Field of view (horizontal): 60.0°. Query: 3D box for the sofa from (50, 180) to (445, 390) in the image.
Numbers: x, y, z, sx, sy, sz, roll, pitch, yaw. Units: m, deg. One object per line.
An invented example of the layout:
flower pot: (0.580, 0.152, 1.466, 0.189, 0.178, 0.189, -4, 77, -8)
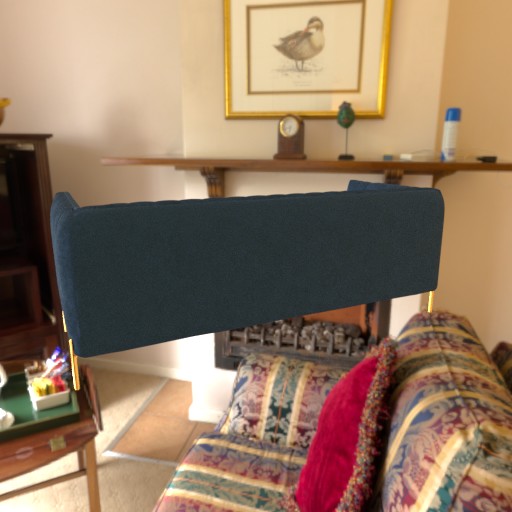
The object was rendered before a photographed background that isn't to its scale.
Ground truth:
sofa: (0.000, 0.000, 2.600, 2.136, 0.793, 0.896, -7, 16, -25)
